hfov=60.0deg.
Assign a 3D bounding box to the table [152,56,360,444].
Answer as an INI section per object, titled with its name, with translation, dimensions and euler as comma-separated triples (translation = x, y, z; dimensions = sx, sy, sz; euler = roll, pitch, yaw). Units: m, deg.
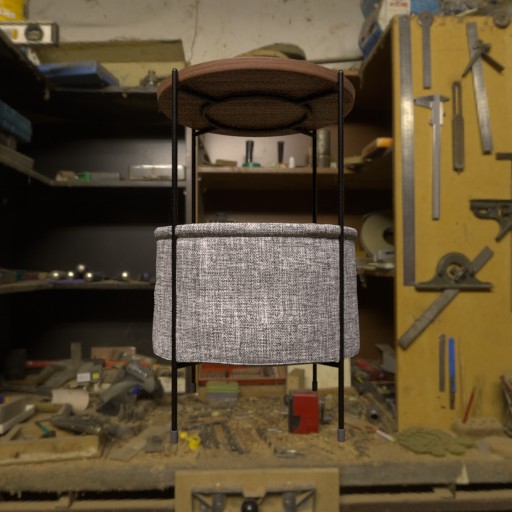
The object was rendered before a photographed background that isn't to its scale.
[table]
translation = 0.000, 0.000, 0.883
dimensions = 0.400, 0.623, 0.400
euler = 0, 0, -2
